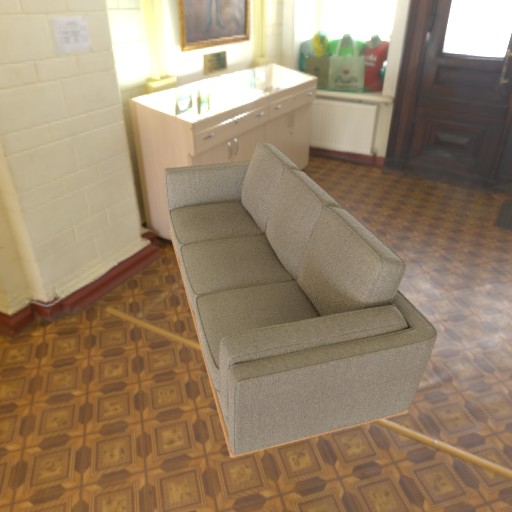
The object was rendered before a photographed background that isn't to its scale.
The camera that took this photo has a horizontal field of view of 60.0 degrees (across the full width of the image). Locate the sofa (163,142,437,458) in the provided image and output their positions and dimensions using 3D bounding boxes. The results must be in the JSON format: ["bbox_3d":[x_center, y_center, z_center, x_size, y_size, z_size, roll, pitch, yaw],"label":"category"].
[{"bbox_3d":[0.000,0.000,2.749,0.903,0.899,2.362,-8,31,-14],"label":"sofa"}]
